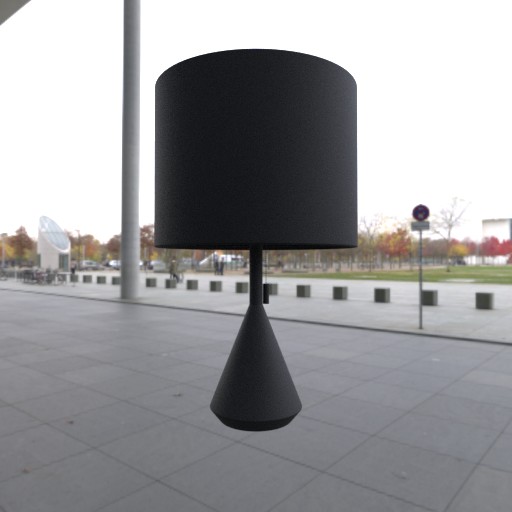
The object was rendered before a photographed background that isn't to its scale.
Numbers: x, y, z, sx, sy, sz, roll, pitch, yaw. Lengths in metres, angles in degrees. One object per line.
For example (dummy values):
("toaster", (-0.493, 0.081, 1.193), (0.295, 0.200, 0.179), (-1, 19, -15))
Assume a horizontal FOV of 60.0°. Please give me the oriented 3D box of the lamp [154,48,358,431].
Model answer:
("lamp", (0.000, 0.000, 0.801), (0.359, 0.584, 0.359), (0, -1, -35))
